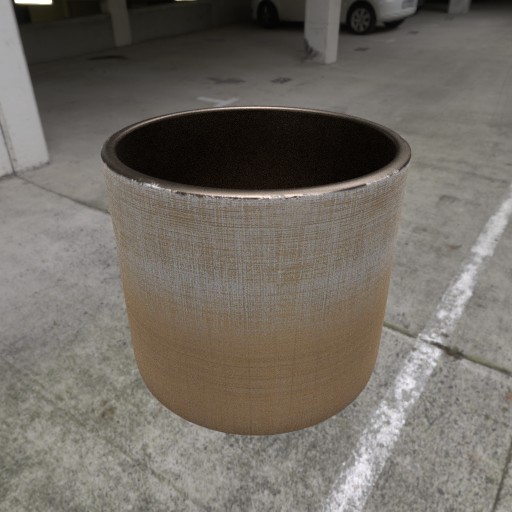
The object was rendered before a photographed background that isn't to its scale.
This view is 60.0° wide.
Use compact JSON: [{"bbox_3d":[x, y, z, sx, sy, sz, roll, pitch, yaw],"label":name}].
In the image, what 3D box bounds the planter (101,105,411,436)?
[{"bbox_3d":[0.000,0.000,0.372,0.221,0.201,0.221,0,31,0],"label":"planter"}]
